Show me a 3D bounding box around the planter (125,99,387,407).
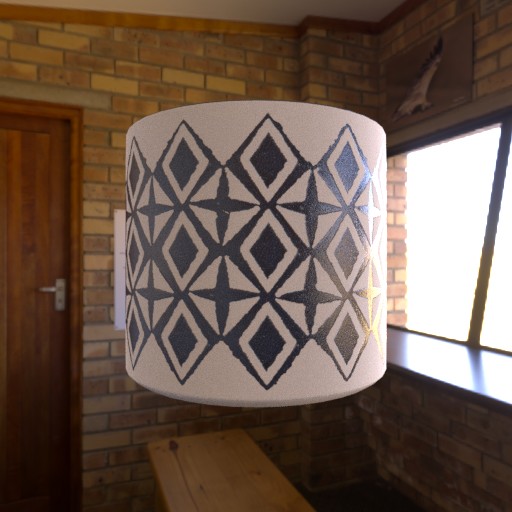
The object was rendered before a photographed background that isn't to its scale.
[{"bbox_3d":[0.000,0.000,0.322,0.182,0.165,0.182,0,0,0],"label":"planter"}]
